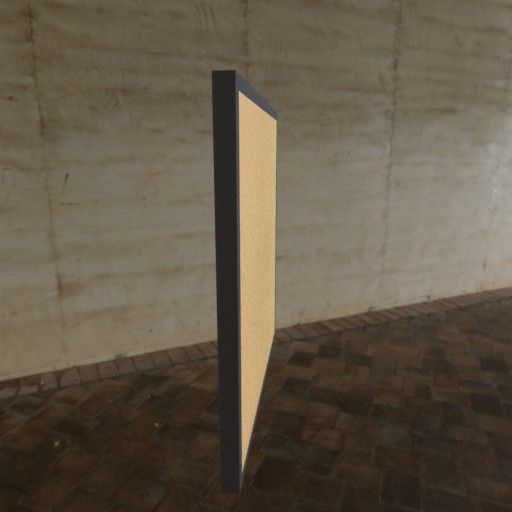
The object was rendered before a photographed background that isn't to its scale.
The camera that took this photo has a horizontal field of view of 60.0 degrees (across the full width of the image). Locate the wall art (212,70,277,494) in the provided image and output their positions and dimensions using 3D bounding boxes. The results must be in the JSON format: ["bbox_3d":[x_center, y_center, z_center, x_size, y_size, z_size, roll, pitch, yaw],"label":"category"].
[{"bbox_3d":[0.000,0.000,1.131,0.037,0.760,0.762,2,13,7],"label":"wall art"}]
